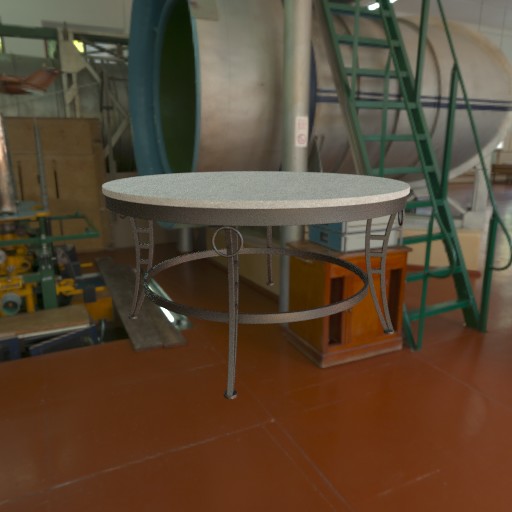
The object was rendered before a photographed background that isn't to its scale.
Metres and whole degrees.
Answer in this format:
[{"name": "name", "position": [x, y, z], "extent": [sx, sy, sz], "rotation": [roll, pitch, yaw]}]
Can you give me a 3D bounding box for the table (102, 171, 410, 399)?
[{"name": "table", "position": [0.000, 0.000, 1.409], "extent": [0.889, 0.470, 0.889], "rotation": [0, 15, 0]}]
